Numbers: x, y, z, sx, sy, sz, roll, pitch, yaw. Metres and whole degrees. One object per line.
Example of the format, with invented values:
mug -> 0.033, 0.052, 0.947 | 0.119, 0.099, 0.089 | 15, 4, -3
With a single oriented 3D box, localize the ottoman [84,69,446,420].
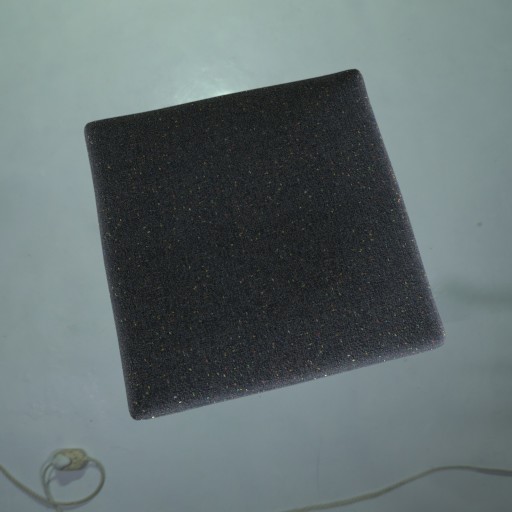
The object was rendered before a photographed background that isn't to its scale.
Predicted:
ottoman -> 0.000, 0.000, 0.906 | 0.508, 0.432, 0.508 | -13, 77, -3
